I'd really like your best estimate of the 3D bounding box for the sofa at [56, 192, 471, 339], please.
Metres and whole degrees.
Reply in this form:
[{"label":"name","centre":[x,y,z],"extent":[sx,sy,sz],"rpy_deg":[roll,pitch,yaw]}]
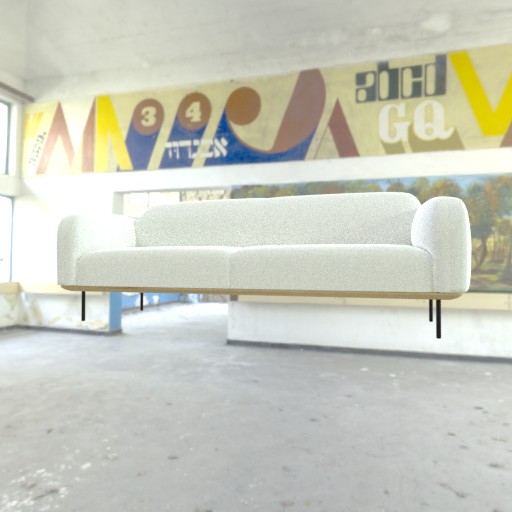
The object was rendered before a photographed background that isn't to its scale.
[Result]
[{"label":"sofa","centre":[0.000,0.000,2.649],"extent":[2.280,0.780,0.870],"rpy_deg":[0,-1,19]}]
